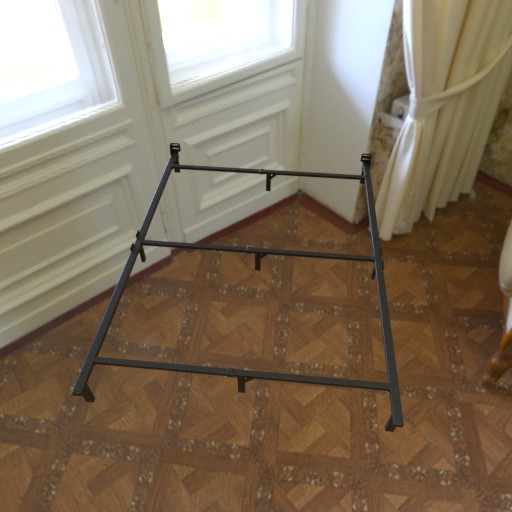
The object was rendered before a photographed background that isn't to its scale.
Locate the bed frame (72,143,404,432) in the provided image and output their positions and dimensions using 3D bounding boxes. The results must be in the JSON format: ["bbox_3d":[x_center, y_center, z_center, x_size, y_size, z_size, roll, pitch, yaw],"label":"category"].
[{"bbox_3d":[0.000,0.000,2.687,1.498,0.248,1.990,4,46,4],"label":"bed frame"}]
